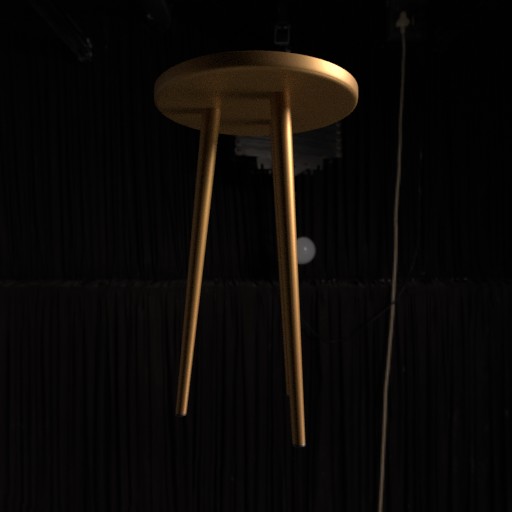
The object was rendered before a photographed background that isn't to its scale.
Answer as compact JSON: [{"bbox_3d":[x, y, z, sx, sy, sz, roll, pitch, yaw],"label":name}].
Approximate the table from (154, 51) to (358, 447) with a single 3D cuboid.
[{"bbox_3d":[0.000,0.000,0.667,0.299,0.480,0.299,0,0,-1],"label":"table"}]
